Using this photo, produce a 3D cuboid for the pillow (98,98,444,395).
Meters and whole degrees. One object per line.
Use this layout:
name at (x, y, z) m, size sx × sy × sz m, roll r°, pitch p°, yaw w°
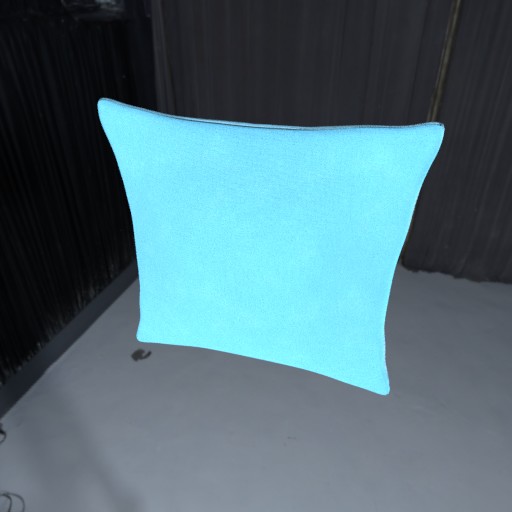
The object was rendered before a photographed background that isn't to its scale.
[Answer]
pillow at (0.000, 0.000, 0.638) m, size 0.433 × 0.415 × 0.151 m, roll 9°, pitch 32°, yaw 14°
